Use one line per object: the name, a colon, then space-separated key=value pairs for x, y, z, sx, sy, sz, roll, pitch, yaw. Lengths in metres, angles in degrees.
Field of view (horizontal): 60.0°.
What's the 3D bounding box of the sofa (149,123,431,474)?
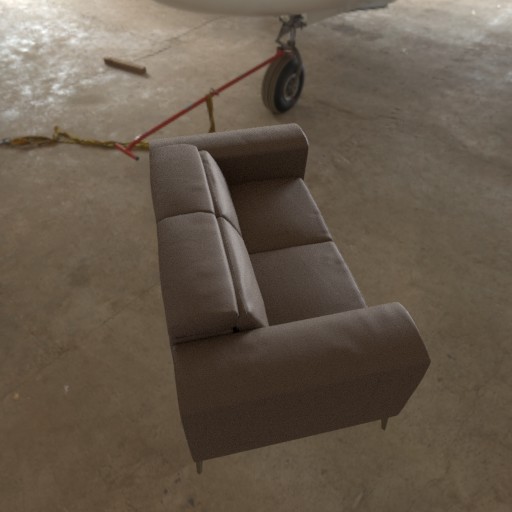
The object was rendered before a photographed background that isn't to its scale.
sofa: x=0.000 y=0.000 z=2.436 sx=1.003 sy=0.779 sz=1.895 roll=-9 pitch=46 yaw=-9
